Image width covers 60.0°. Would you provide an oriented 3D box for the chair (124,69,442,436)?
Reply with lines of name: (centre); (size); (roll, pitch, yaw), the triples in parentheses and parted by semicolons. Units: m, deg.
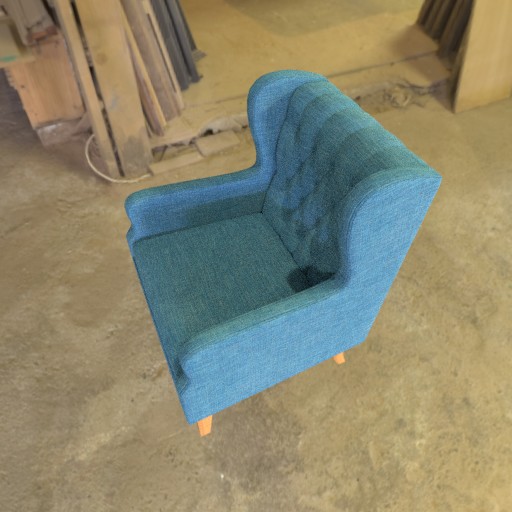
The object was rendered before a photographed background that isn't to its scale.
chair: (0.000, 0.000, 1.520); (0.775, 0.952, 0.711); (-18, 50, -16)
